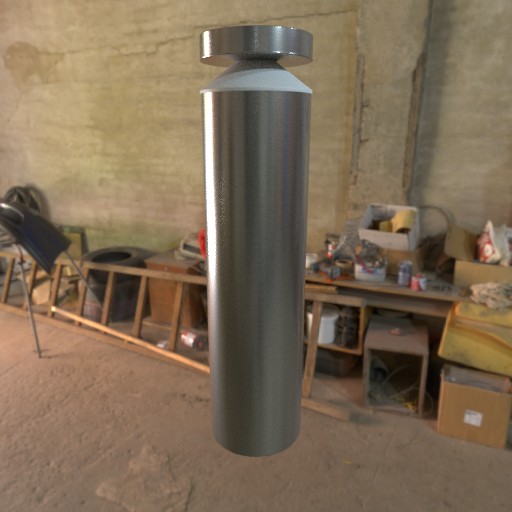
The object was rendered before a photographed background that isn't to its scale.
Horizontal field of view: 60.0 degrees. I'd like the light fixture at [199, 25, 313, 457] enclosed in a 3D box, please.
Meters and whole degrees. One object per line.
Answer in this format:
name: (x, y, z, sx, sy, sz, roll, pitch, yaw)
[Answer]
light fixture: (0.000, 0.000, 0.446, 0.102, 0.400, 0.102, -2, 17, -8)
